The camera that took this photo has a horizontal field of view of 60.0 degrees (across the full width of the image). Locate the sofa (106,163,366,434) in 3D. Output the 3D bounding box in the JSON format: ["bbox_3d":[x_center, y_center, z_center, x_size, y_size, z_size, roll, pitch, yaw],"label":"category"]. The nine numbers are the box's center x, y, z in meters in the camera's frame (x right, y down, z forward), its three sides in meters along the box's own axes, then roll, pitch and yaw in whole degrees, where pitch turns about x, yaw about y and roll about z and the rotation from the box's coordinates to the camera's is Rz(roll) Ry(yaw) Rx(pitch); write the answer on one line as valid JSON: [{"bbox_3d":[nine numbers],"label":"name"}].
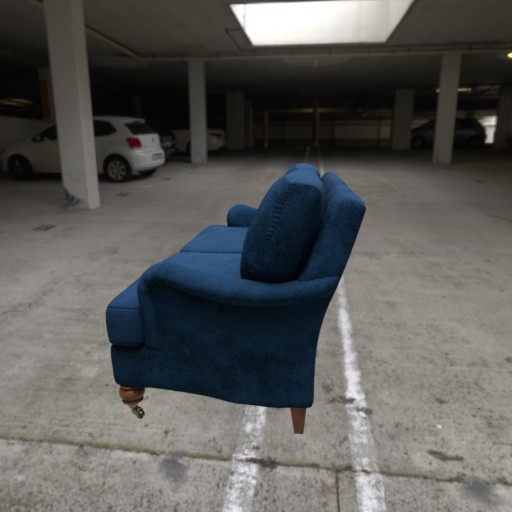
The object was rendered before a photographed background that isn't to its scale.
[{"bbox_3d":[0.000,0.000,2.802,1.084,1.101,2.141,2,14,7],"label":"sofa"}]
